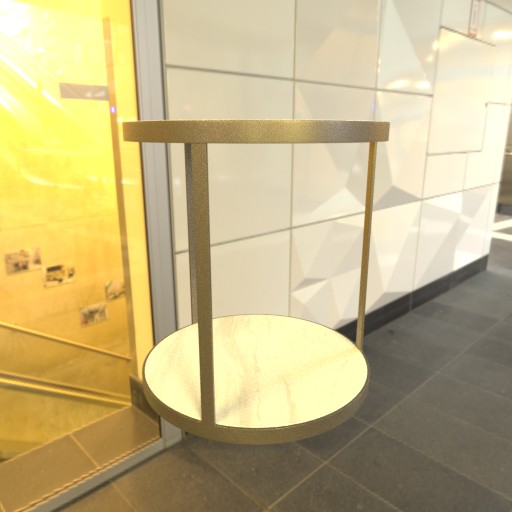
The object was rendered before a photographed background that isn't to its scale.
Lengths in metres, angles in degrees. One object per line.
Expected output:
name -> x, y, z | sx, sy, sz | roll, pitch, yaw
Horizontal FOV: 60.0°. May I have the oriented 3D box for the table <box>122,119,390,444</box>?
table -> 0.000, 0.000, 0.831 | 0.445, 0.479, 0.445 | 0, 16, 0
